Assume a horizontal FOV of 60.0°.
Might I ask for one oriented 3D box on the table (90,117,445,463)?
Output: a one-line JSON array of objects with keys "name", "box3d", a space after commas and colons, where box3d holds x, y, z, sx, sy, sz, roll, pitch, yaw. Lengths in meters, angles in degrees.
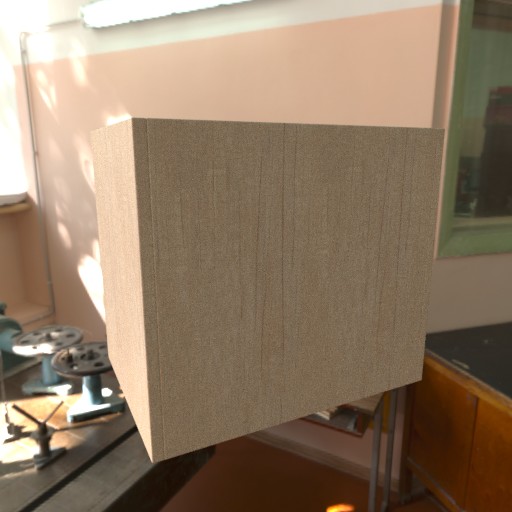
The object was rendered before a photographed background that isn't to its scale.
[{"name": "table", "box3d": [0.000, 0.000, 0.931, 0.570, 0.510, 0.420, -7, 15, -26]}]
